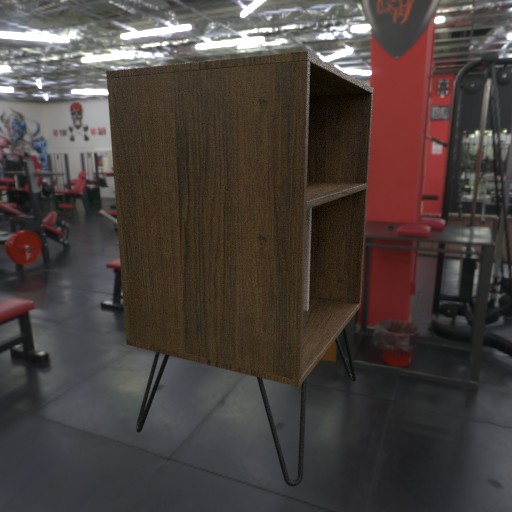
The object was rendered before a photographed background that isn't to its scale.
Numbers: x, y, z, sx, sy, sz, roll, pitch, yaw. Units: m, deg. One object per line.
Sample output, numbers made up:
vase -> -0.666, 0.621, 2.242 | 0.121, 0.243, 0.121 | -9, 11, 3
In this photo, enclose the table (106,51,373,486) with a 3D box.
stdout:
table -> 0.000, 0.000, 1.165 | 0.457, 0.866, 0.526 | 7, 15, 25
